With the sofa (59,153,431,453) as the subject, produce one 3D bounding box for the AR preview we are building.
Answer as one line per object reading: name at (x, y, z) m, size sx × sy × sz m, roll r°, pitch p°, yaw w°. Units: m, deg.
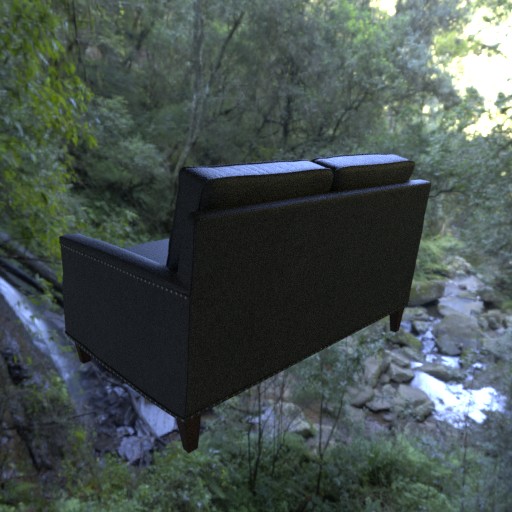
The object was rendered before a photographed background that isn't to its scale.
sofa at (0.000, 0.000, 2.233) m, size 1.597 × 1.003 × 1.084 m, roll -14°, pitch 21°, yaw -42°
